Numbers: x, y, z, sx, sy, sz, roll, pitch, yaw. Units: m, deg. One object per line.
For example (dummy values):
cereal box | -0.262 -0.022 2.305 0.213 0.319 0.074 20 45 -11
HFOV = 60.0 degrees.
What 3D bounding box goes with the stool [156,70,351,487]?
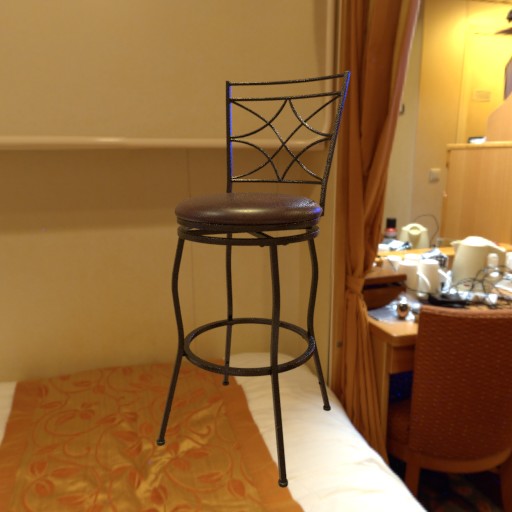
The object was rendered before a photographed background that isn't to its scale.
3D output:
stool | 0.000 0.000 1.380 0.434 1.117 0.534 6 14 25
